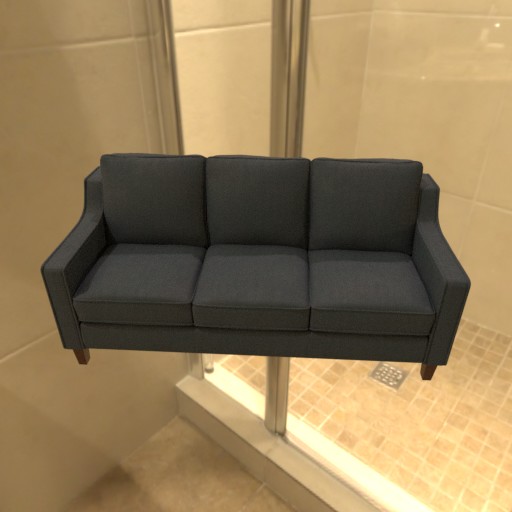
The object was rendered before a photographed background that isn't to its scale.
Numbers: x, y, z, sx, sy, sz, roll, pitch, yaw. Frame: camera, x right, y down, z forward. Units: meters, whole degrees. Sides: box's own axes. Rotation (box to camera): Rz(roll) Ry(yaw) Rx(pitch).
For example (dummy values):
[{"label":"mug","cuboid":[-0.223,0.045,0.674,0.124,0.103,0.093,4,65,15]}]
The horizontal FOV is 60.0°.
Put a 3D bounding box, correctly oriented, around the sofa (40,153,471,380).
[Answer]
[{"label":"sofa","cuboid":[0.000,0.000,2.476,1.986,0.974,0.911,2,32,3]}]
